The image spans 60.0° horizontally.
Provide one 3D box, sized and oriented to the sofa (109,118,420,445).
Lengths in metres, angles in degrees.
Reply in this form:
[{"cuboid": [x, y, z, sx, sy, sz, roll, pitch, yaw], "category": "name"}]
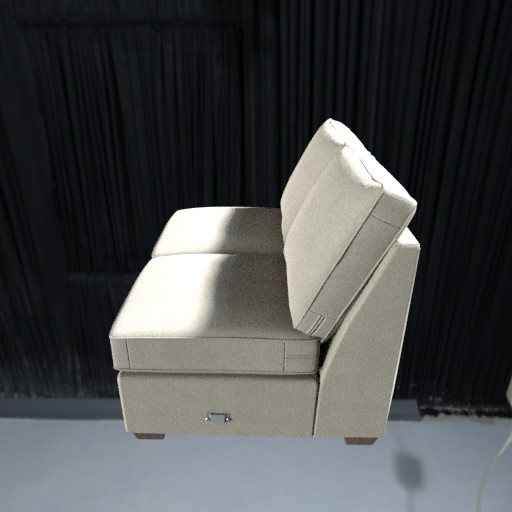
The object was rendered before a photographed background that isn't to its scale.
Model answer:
[{"cuboid": [0.000, 0.000, 1.971, 0.978, 1.006, 1.232, 1, 26, 1], "category": "sofa"}]
